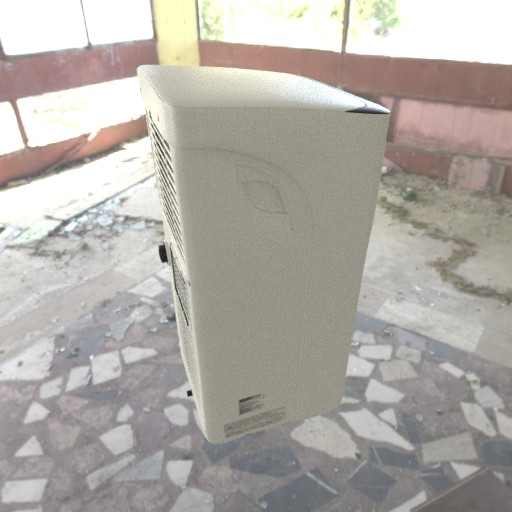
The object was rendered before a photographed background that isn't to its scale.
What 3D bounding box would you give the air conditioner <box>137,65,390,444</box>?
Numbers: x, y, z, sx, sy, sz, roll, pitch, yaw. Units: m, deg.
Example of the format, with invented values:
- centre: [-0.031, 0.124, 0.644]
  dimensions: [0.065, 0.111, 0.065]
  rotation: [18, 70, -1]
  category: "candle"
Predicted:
- centre: [0.000, 0.000, 0.909]
  dimensions: [0.369, 0.716, 0.352]
  rotation: [-10, 33, -16]
  category: "air conditioner"
